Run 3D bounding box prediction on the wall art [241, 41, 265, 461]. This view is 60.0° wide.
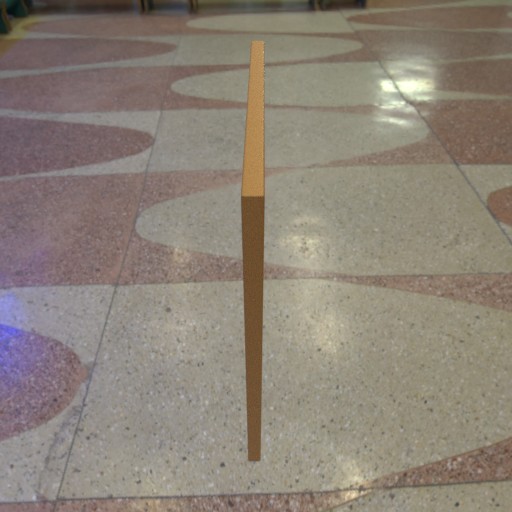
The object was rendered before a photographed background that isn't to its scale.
[{"bbox_3d":[0.000,0.000,0.752,0.022,0.553,0.452,0,42,1],"label":"wall art"}]
